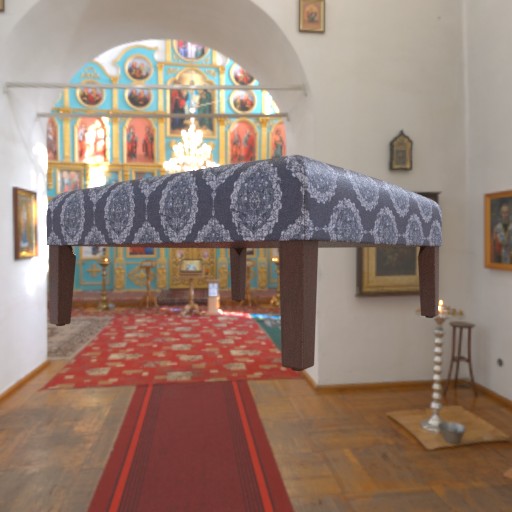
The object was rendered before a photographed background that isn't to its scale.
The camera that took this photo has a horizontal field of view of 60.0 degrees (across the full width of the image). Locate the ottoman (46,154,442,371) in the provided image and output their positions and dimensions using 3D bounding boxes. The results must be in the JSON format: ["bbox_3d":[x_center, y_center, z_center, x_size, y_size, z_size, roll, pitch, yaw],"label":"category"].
[{"bbox_3d":[0.000,0.000,1.386,0.889,0.409,0.890,0,0,37],"label":"ottoman"}]
